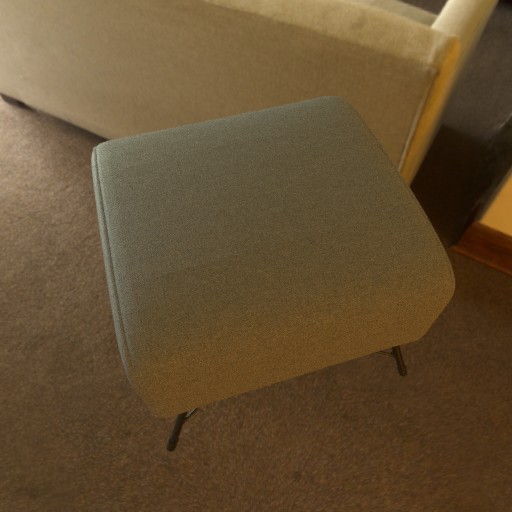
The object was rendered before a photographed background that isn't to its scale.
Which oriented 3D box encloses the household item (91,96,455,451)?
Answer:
[{"bbox_3d":[0.000,0.000,0.885,0.530,0.410,0.530,-15,58,-9],"label":"household item"}]
